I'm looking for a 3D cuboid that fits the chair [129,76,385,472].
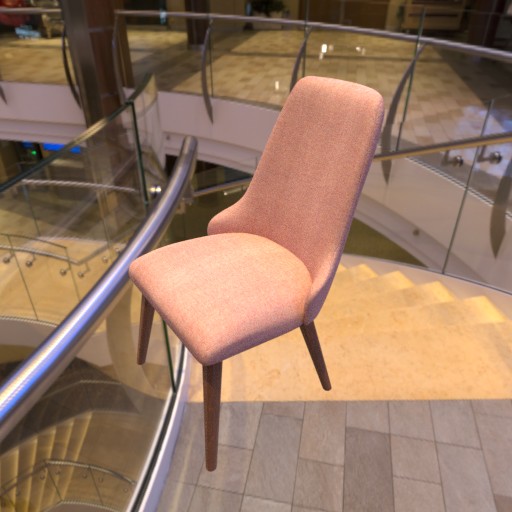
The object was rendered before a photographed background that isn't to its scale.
[{"bbox_3d":[0.000,0.000,1.346,0.707,0.918,0.535,-21,39,-29],"label":"chair"}]
